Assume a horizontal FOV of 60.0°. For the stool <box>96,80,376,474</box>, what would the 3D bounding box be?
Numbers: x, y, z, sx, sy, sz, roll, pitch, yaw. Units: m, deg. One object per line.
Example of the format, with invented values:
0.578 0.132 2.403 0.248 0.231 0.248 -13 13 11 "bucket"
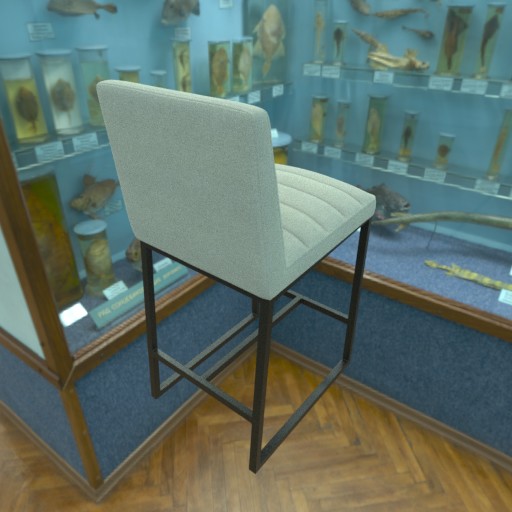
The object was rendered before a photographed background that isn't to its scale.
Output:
0.000 0.000 1.255 0.459 0.971 0.567 23 38 32 "stool"
